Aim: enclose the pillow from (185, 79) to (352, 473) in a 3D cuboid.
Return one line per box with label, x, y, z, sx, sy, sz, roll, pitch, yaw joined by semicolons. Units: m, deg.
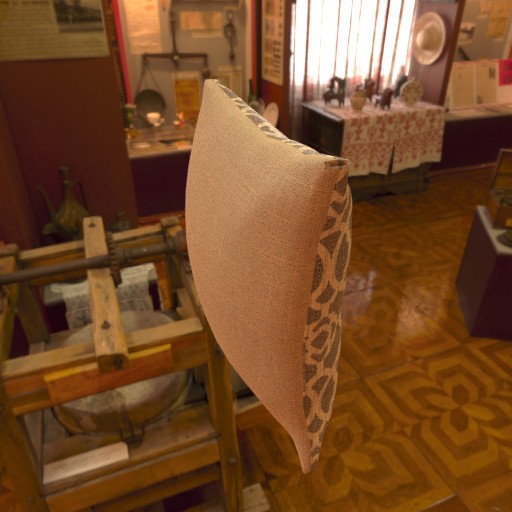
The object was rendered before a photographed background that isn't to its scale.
pillow;0.000;0.000;0.762;0.215;0.498;0.508;-10;32;-17
